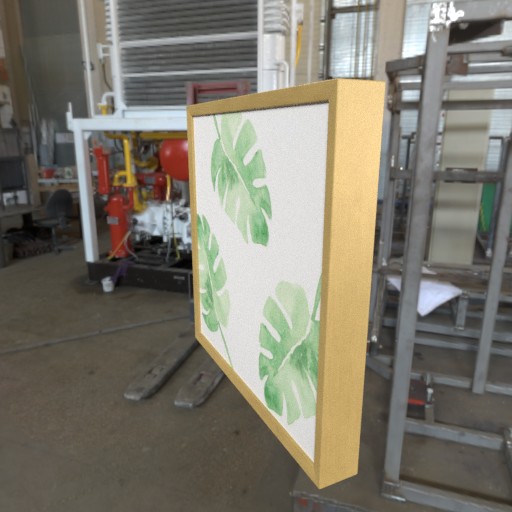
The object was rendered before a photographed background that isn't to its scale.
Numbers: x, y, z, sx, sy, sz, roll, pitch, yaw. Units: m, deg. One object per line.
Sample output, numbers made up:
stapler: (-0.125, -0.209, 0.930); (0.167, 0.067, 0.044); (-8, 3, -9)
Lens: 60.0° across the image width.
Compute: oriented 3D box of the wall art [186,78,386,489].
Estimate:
wall art: (0.000, 0.000, 0.451); (0.038, 0.305, 0.305); (-7, 17, -25)
